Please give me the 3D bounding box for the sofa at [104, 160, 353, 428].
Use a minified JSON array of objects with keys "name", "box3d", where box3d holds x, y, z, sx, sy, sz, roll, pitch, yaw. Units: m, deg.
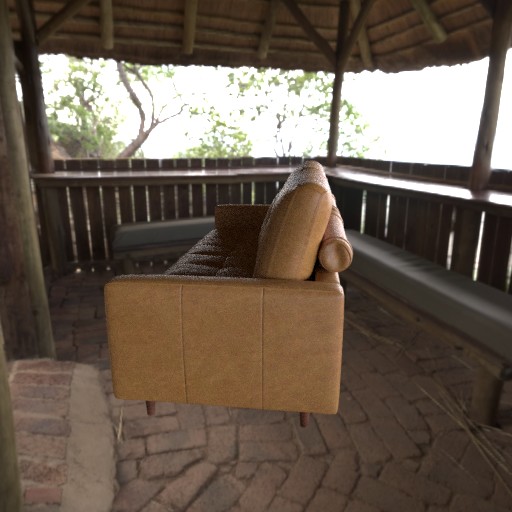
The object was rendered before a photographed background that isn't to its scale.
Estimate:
[{"name":"sofa","box3d":[0.000,0.000,2.284,0.850,0.898,1.821,2,15,7]}]
